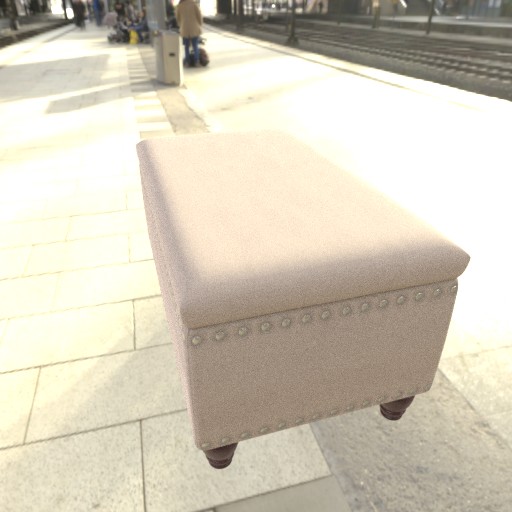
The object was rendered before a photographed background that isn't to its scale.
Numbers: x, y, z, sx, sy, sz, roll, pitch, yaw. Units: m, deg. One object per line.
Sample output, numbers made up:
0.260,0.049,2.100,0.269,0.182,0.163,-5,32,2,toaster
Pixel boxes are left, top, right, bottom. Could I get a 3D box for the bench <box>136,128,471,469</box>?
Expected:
0.000,0.000,1.150,0.500,0.449,0.887,-9,31,-15,bench
